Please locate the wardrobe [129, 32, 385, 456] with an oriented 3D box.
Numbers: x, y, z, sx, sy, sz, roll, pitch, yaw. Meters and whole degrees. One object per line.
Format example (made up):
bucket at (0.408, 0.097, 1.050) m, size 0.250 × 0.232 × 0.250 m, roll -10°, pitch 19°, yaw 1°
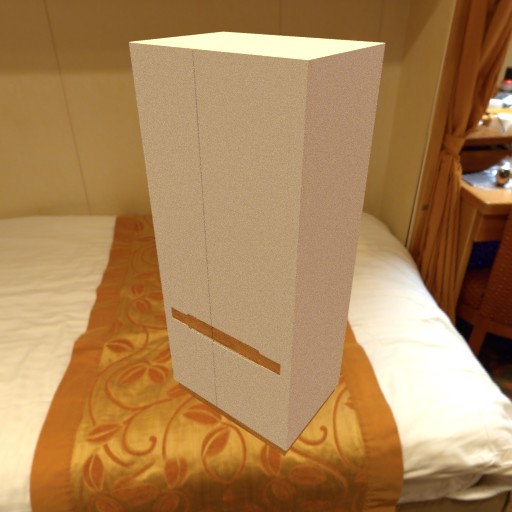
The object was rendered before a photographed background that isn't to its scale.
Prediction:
wardrobe at (0.000, 0.000, 2.341) m, size 0.860 × 2.040 × 0.600 m, roll 21°, pitch 37°, yaw 31°
